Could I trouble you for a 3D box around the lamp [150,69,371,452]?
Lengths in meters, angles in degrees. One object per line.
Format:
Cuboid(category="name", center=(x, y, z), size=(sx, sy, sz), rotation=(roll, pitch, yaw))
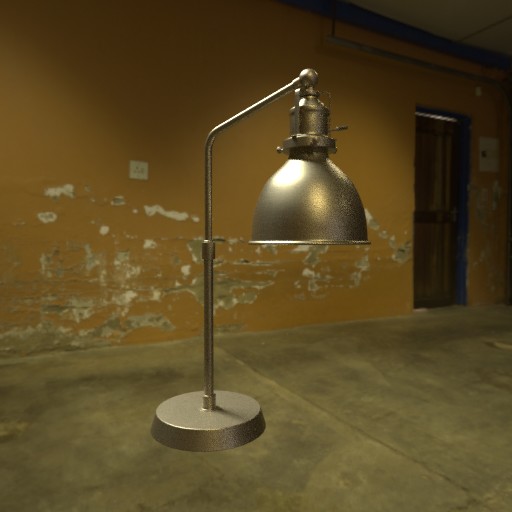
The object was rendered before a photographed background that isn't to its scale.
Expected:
Cuboid(category="lamp", center=(0.000, 0.000, 0.568), size=(0.286, 0.456, 0.153), rotation=(1, 2, 18))
